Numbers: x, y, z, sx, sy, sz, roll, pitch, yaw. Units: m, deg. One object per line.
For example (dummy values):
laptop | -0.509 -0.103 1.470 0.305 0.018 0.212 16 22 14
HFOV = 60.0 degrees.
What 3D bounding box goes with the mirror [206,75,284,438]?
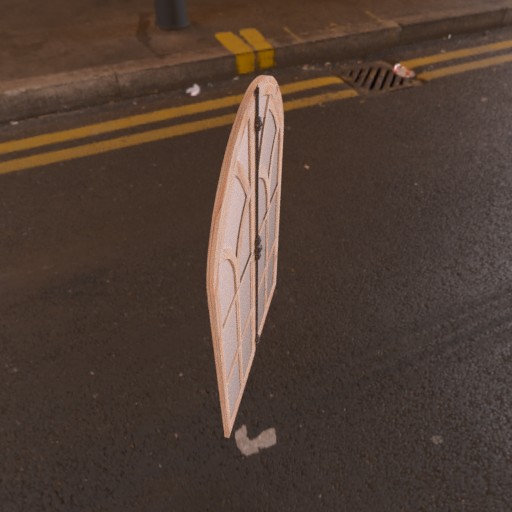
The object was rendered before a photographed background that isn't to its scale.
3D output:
mirror | 0.000 0.000 1.167 0.032 0.915 0.609 11 47 10
